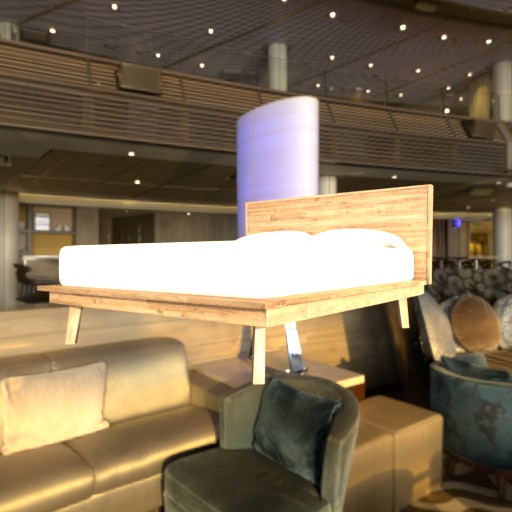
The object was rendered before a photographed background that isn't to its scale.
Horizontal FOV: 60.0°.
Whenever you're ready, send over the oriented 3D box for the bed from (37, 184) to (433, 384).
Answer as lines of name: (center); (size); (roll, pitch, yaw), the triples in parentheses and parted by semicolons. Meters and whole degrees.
bed: (0.000, 0.000, 3.025); (1.759, 1.071, 2.145); (0, 0, 37)
